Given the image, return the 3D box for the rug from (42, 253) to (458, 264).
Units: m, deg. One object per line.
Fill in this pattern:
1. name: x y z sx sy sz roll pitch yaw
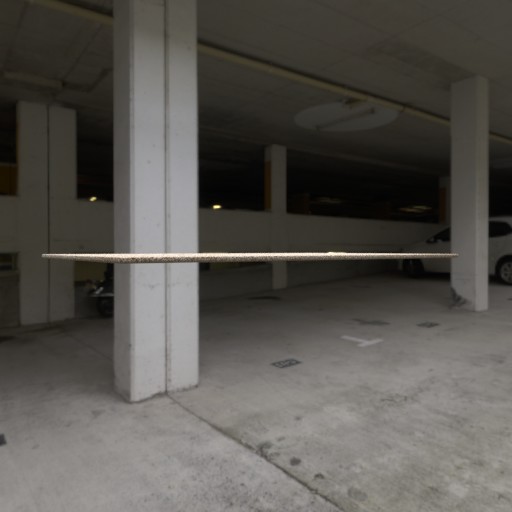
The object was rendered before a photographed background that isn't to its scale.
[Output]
1. rug: 0.000 0.000 2.960 2.346 0.025 1.500 -1 1 -36
